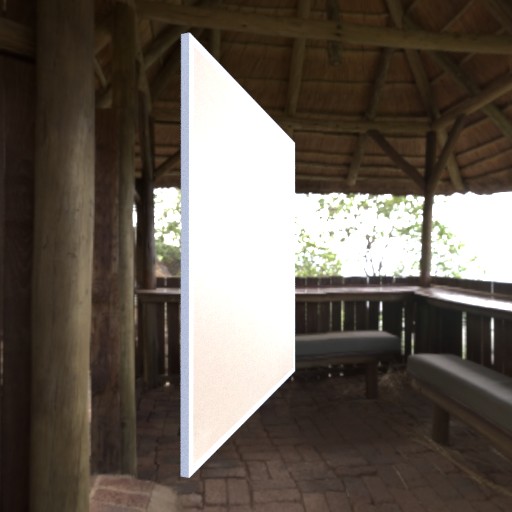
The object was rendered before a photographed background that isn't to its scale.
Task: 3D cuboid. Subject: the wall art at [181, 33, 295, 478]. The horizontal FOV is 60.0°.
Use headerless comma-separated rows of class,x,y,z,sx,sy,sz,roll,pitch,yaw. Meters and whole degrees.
wall art,0.000,0.000,0.821,0.012,0.557,0.557,0,0,19
